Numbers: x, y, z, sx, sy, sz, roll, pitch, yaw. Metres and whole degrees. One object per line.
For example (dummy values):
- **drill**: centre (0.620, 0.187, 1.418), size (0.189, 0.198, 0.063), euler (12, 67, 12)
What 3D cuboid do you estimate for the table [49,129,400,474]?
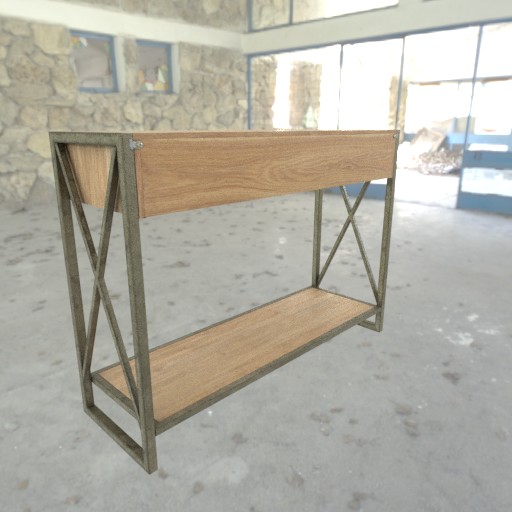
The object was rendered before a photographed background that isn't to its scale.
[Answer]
- **table**: centre (0.000, 0.000, 1.399), size (0.361, 0.763, 1.059), euler (16, 22, 42)
